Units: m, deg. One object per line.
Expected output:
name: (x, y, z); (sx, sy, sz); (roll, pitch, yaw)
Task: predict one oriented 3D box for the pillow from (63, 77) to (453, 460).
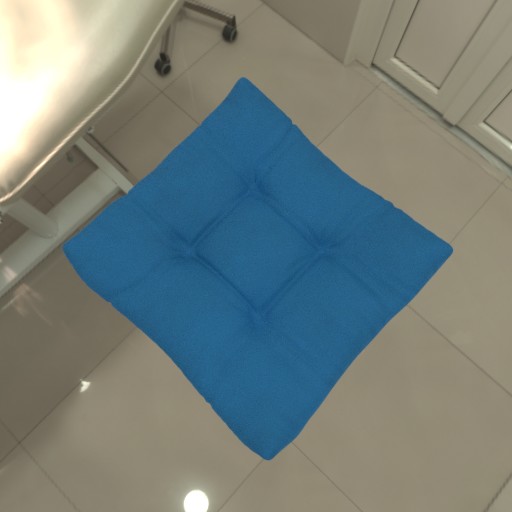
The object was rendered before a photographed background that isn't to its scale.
pillow: (0.000, 0.000, 0.768); (0.490, 0.128, 0.468); (42, 79, 10)
